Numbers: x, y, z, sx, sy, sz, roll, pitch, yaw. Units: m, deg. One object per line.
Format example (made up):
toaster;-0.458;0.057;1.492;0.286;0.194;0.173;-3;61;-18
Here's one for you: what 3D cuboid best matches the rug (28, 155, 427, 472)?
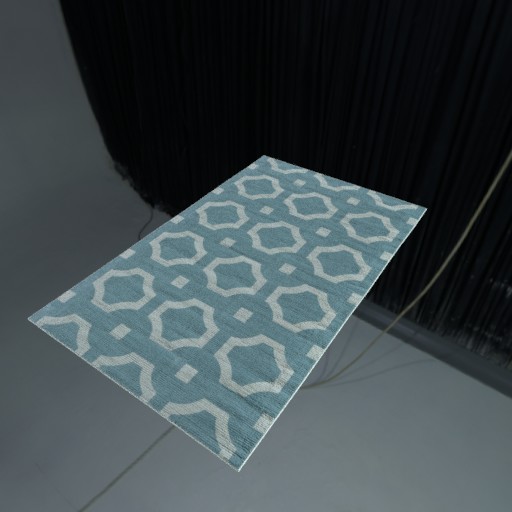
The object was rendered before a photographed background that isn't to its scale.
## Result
rug;0.000;0.000;2.999;1.528;0.015;2.443;24;46;26
